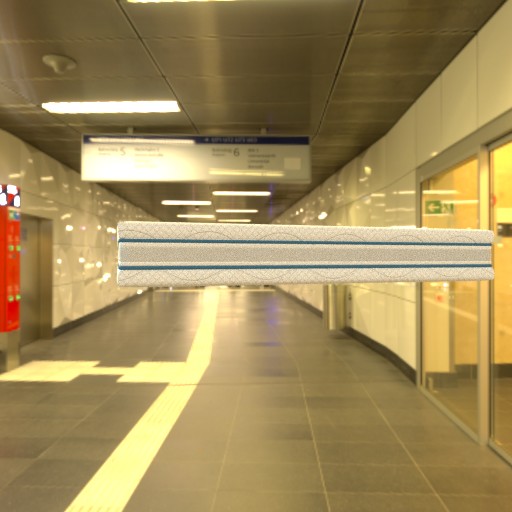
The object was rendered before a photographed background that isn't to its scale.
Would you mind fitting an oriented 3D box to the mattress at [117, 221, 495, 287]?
[{"bbox_3d":[0.000,0.000,2.681,1.600,0.230,2.000,0,0,-17],"label":"mattress"}]
